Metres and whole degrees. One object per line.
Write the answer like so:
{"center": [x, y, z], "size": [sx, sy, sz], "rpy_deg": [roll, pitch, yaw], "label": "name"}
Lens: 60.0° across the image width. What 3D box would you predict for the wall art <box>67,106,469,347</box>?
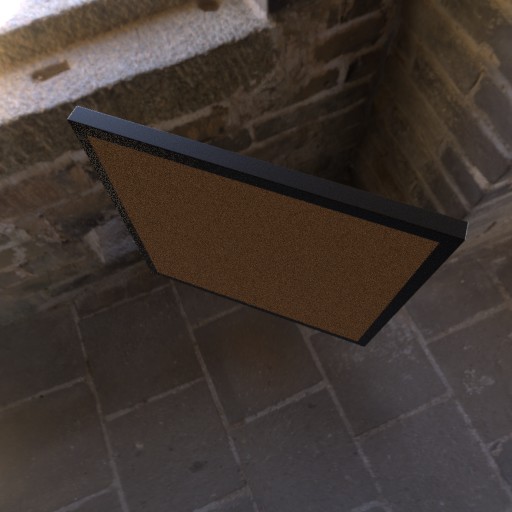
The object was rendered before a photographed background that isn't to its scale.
{"center": [0.000, 0.000, 1.156], "size": [0.765, 0.765, 0.038], "rpy_deg": [18, 66, 8], "label": "wall art"}
